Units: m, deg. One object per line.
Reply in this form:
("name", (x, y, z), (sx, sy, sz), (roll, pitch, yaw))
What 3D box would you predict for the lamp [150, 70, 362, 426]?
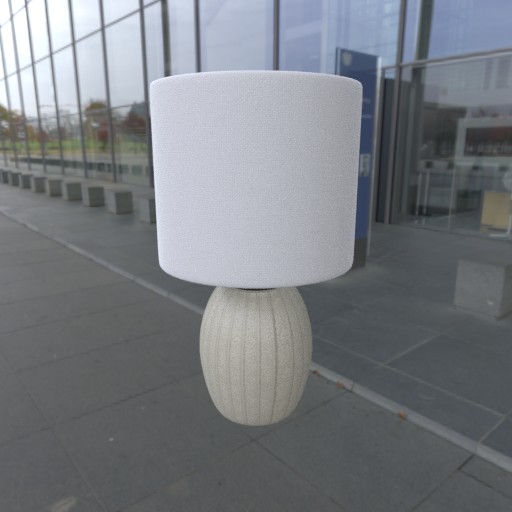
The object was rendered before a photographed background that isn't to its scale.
("lamp", (0.000, 0.000, 0.766), (0.329, 0.570, 0.329), (-6, 15, -24))
